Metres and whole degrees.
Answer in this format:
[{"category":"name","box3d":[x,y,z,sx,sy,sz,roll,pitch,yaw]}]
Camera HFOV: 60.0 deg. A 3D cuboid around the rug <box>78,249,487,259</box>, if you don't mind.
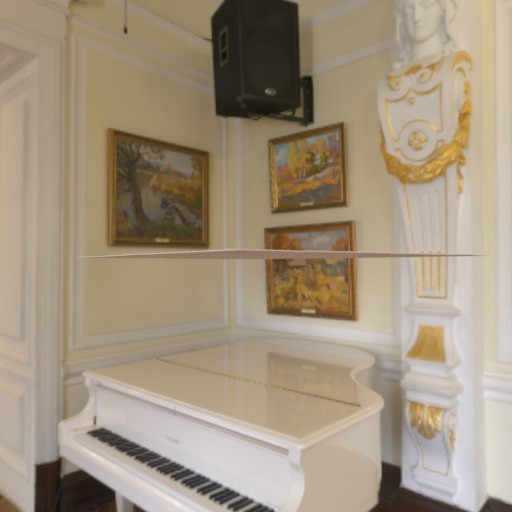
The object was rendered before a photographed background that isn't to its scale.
[{"category":"rug","box3d":[0.000,0.000,4.137,2.448,0.021,3.051,1,-1,-36]}]
